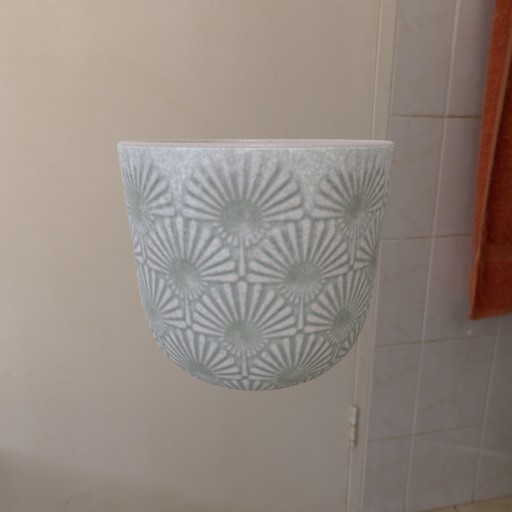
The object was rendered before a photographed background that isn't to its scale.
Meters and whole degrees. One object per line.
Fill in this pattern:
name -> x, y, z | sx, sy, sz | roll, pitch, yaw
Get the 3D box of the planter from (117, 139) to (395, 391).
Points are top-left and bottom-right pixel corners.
planter -> 0.000, 0.000, 0.302 | 0.170, 0.152, 0.170 | 0, 15, 0
